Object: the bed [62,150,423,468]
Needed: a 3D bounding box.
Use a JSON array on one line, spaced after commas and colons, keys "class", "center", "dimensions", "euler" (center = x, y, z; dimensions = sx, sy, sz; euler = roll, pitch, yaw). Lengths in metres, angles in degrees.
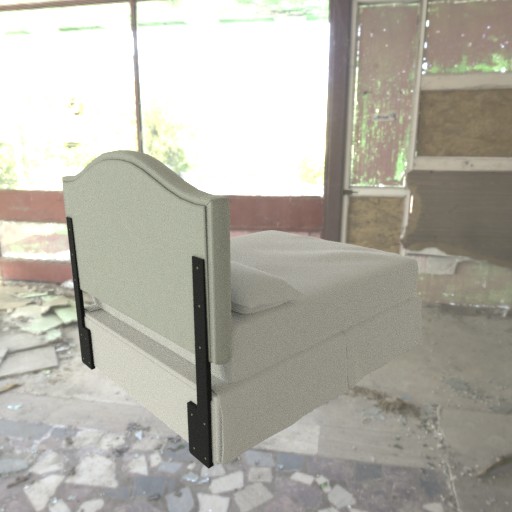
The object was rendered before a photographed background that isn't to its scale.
[{"class": "bed", "center": [0.000, 0.000, 3.386], "dimensions": [2.180, 1.607, 1.813], "euler": [-14, 20, -42]}]
